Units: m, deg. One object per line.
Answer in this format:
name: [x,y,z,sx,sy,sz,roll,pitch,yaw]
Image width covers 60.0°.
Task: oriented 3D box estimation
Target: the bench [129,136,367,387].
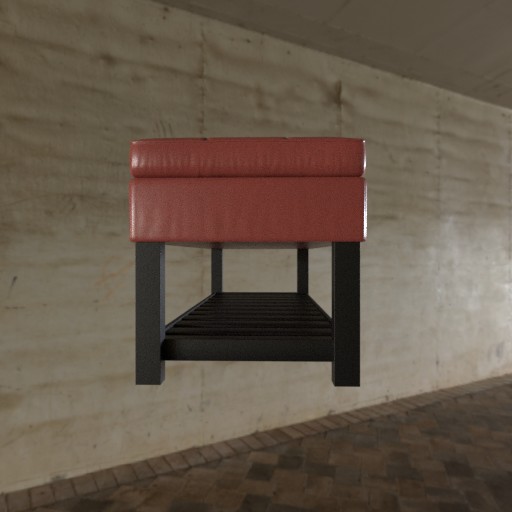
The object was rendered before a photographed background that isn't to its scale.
bench: [0.000,0.000,1.330,0.432,0.460,1.105,0,0,2]
